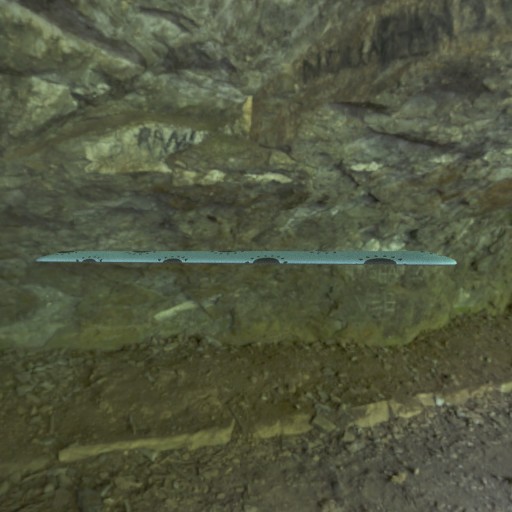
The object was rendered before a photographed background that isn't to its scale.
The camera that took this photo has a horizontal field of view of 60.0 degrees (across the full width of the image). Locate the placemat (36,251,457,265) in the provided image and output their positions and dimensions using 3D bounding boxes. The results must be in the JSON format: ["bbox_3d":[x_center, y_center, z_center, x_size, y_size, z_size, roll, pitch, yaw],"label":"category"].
[{"bbox_3d":[0.000,0.000,0.975,0.762,0.021,0.508,0,1,18],"label":"placemat"}]
